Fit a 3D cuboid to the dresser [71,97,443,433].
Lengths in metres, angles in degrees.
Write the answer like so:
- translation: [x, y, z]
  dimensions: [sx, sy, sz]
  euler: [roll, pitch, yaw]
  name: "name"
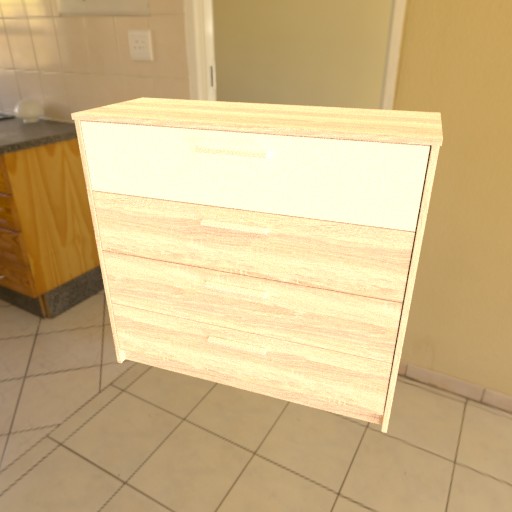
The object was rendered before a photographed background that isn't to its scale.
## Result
- translation: [0.000, 0.000, 1.452]
  dimensions: [0.980, 0.900, 0.380]
  euler: [9, 28, 17]
  name: "dresser"
